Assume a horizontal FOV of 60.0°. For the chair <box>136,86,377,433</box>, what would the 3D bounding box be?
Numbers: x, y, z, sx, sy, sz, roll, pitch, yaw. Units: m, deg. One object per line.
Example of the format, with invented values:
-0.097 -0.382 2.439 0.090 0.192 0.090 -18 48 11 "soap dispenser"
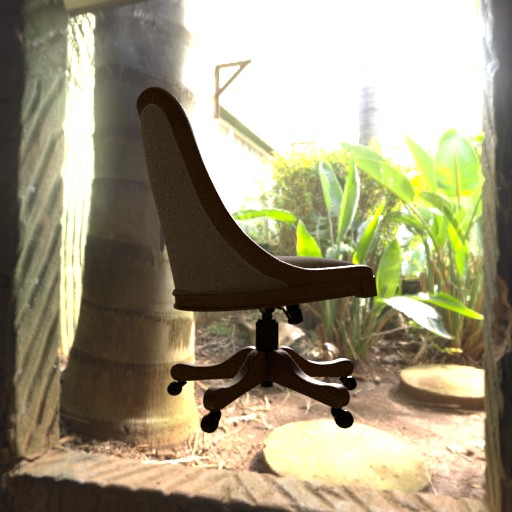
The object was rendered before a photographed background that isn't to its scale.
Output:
0.000 0.000 1.547 0.811 1.009 0.702 0 -1 -21 "chair"
